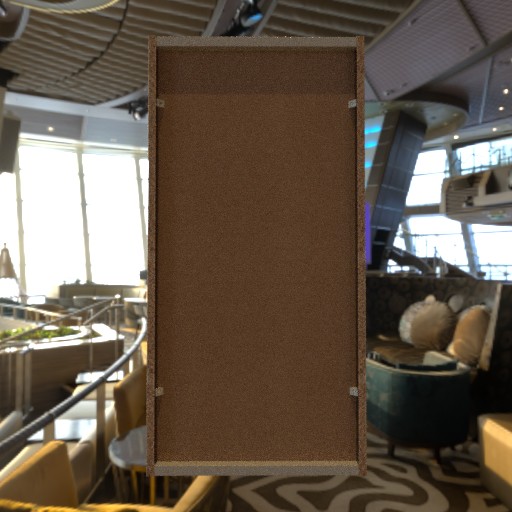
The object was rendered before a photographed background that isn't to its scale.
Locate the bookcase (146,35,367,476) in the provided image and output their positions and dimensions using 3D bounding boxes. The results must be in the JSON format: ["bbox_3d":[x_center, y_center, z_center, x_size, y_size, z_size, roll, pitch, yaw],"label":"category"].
[{"bbox_3d":[0.000,0.000,0.748,0.300,0.600,0.290,0,-1,0],"label":"bookcase"}]
